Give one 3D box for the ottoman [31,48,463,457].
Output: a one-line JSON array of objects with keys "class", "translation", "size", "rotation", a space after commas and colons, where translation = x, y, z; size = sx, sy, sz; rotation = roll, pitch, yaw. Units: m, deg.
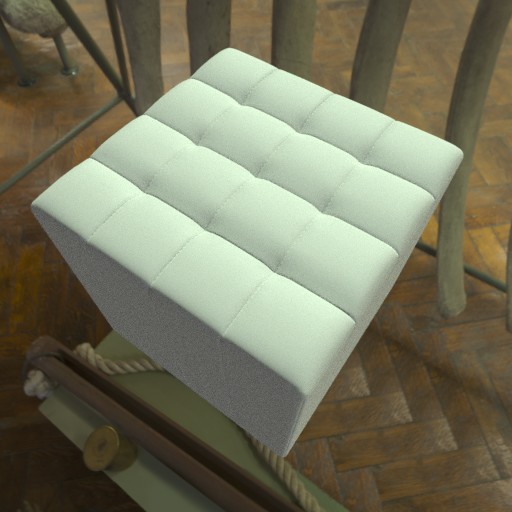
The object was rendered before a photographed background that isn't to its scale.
[{"class": "ottoman", "translation": [0.000, 0.000, 0.764], "size": [0.425, 0.432, 0.425], "rotation": [31, 63, 18]}]
